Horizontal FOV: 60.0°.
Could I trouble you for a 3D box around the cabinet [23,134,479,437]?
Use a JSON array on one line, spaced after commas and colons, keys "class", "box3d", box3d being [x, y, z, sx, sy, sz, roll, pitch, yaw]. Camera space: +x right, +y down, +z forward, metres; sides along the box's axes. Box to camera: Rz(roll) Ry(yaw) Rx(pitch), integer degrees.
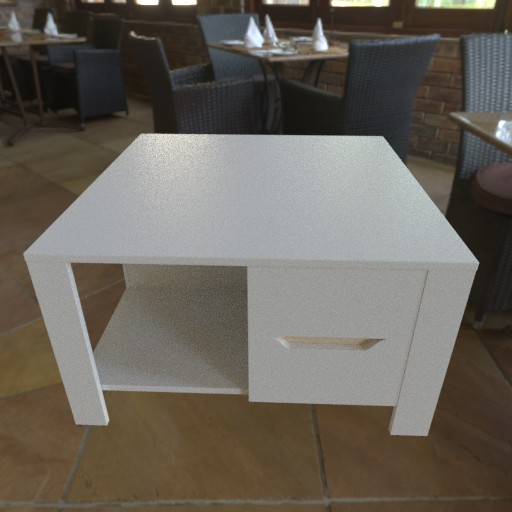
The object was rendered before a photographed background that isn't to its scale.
[{"class": "cabinet", "box3d": [0.000, 0.000, 1.236, 0.800, 0.460, 0.800, 1, 30, 2]}]
